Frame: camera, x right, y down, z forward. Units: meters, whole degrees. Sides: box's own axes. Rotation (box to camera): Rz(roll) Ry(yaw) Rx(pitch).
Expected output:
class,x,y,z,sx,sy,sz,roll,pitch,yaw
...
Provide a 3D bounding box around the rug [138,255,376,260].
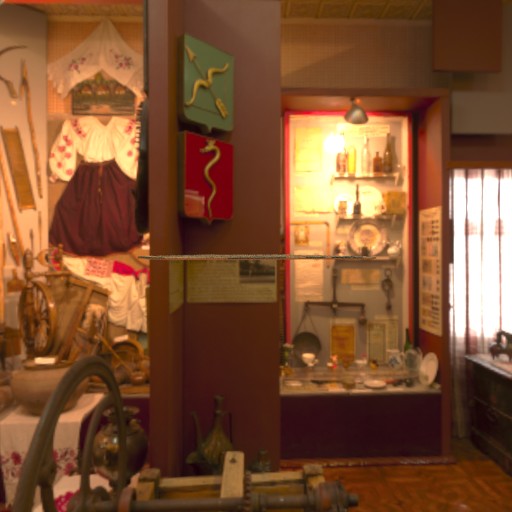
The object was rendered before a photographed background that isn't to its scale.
class,x,y,z,sx,sy,sz,roll,pitch,yaw
rug,0.000,0.000,2.645,0.768,0.011,2.446,0,0,0
